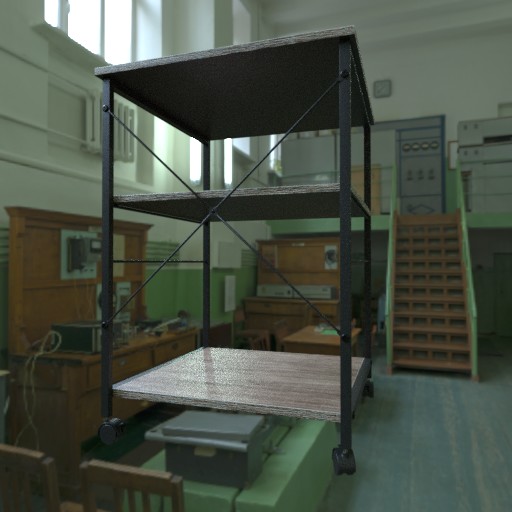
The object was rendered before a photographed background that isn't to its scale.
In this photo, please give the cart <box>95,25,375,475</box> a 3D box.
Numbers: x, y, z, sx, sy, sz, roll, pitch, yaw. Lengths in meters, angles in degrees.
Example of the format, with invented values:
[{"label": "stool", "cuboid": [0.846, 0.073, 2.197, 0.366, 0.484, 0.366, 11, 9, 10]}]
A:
[{"label": "cart", "cuboid": [0.000, 0.000, 1.063, 0.521, 0.762, 0.520, 0, -1, 18]}]
